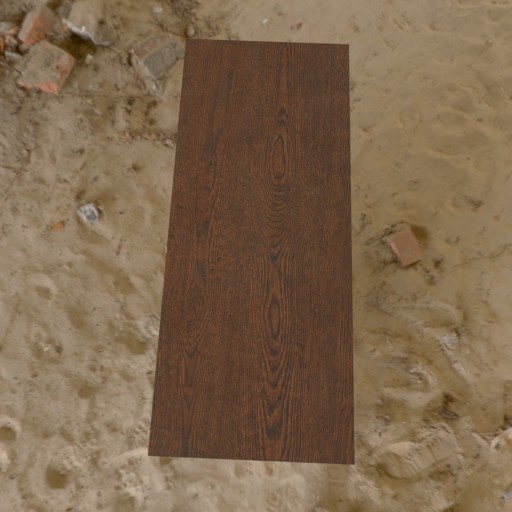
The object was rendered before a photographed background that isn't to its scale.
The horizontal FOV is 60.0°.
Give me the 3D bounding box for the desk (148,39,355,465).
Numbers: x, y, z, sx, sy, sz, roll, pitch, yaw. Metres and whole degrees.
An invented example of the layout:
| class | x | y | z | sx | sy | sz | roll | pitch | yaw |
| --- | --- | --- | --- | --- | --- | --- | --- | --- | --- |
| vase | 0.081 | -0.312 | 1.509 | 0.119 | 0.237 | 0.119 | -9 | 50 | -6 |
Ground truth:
| class | x | y | z | sx | sy | sz | roll | pitch | yaw |
| --- | --- | --- | --- | --- | --- | --- | --- | --- | --- |
| desk | 0.000 | 0.000 | 1.799 | 0.610 | 0.792 | 1.384 | 2 | 76 | 1 |
